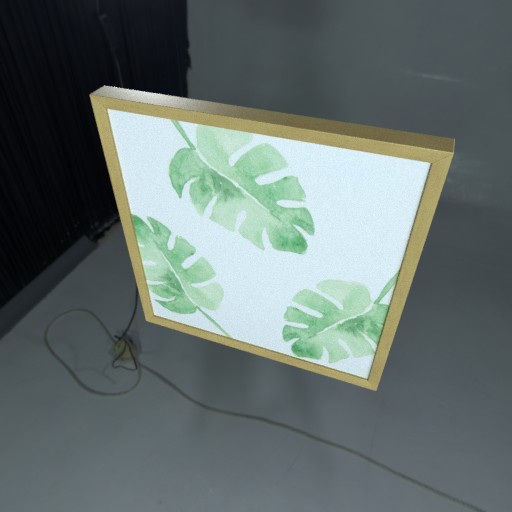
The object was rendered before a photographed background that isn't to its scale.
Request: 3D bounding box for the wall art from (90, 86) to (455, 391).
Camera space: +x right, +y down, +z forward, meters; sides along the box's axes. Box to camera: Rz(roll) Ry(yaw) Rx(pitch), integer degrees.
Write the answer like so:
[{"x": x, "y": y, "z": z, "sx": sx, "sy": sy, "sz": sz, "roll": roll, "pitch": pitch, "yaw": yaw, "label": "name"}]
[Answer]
[{"x": 0.000, "y": 0.000, "z": 0.765, "sx": 0.508, "sy": 0.508, "sz": 0.038, "roll": 14, "pitch": 43, "yaw": 15, "label": "wall art"}]
